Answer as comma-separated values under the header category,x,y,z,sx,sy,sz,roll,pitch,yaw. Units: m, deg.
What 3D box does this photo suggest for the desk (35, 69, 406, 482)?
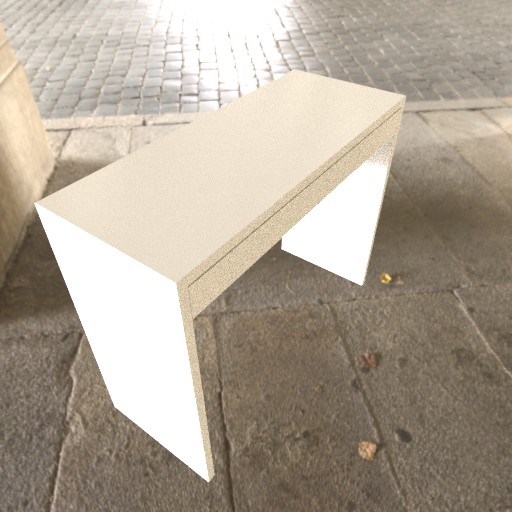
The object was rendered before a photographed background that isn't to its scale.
category,x,y,z,sx,sy,sz,roll,pitch,yaw
desk,0.000,0.000,1.388,0.400,0.790,1.000,26,47,26
